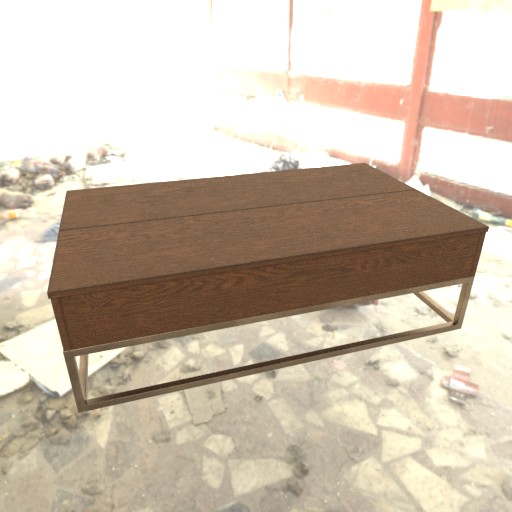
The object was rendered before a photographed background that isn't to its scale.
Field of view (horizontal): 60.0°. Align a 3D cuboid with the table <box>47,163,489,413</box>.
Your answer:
[{"bbox_3d":[0.000,0.000,1.493,1.167,0.361,0.719,-8,29,-16],"label":"table"}]
